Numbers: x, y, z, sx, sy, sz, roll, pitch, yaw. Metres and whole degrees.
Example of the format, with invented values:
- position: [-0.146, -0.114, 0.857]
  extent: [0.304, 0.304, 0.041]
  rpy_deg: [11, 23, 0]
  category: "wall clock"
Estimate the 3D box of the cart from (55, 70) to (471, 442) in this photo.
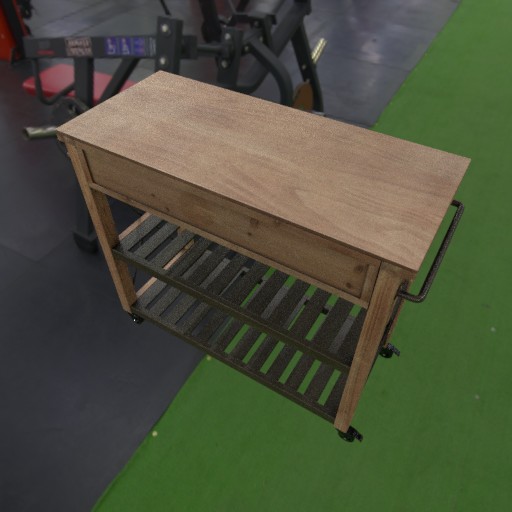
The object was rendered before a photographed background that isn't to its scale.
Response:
- position: [0.000, 0.000, 0.947]
  extent: [0.686, 0.554, 0.298]
  rpy_deg: [24, 50, 21]
  category: "cart"
